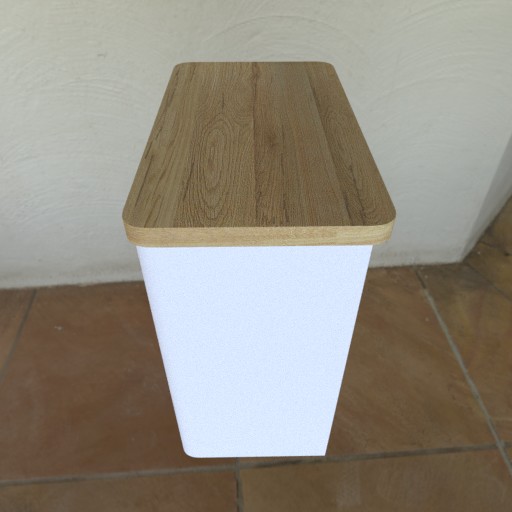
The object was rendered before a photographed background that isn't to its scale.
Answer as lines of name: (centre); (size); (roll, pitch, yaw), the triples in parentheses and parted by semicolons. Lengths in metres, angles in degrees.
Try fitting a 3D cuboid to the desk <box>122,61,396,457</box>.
desk: (0.000, 0.000, 1.226); (0.440, 0.790, 0.760); (-1, 41, -1)
